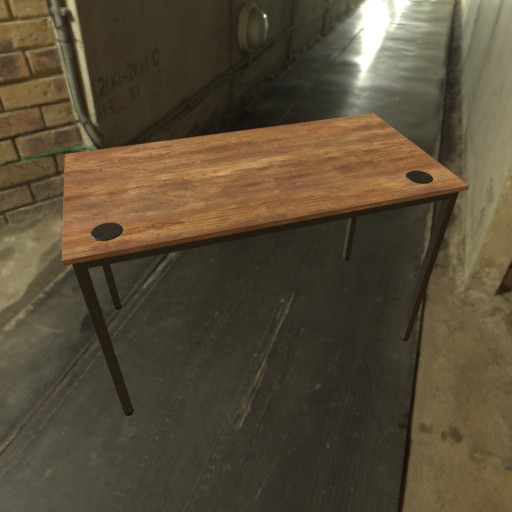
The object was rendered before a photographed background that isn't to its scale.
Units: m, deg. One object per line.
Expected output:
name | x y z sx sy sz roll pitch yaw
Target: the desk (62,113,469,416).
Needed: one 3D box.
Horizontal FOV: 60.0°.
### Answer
desk | 0.000 0.000 1.693 1.200 0.749 0.600 -11 41 -13
